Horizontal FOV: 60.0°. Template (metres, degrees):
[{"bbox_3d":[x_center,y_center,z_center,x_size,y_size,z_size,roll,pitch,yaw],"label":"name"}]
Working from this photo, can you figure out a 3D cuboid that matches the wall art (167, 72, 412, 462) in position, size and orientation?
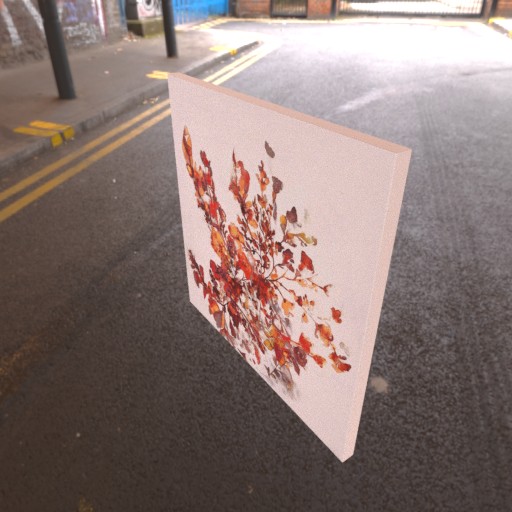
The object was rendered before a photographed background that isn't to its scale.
[{"bbox_3d":[0.000,0.000,1.488,0.049,1.009,1.009,-21,38,-29],"label":"wall art"}]
